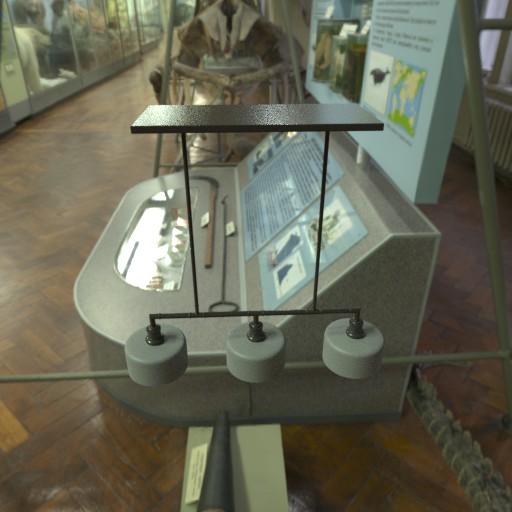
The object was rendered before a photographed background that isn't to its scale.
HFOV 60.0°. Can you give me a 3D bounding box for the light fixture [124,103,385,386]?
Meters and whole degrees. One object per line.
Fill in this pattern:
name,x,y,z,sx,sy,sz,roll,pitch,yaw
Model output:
light fixture,0.000,0.000,0.894,0.582,0.557,0.177,-1,29,-3
